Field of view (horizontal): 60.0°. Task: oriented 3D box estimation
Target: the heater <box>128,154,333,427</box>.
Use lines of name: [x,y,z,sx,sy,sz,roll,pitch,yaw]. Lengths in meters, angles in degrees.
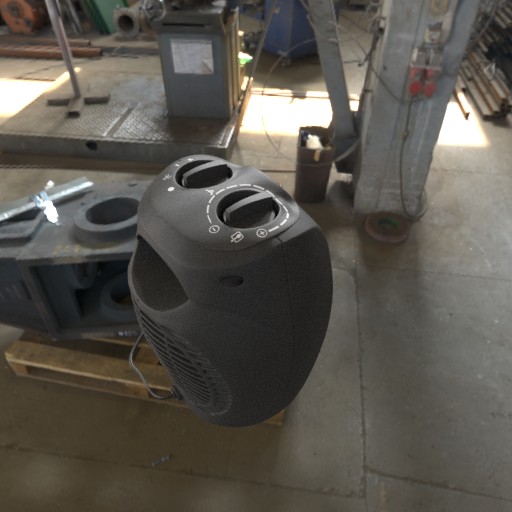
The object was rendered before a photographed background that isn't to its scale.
heater: [0.000,0.000,0.463,0.291,0.240,0.239,-27,48,-27]
